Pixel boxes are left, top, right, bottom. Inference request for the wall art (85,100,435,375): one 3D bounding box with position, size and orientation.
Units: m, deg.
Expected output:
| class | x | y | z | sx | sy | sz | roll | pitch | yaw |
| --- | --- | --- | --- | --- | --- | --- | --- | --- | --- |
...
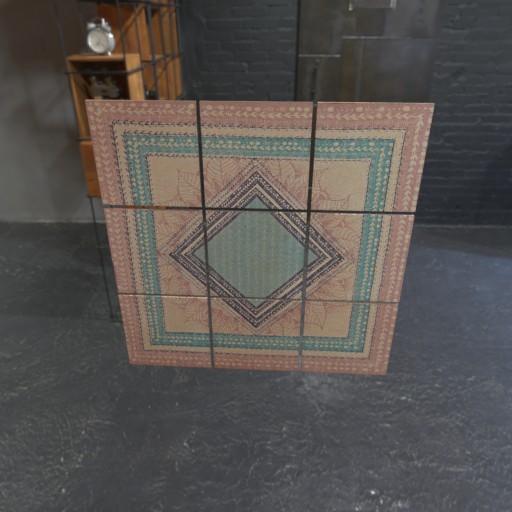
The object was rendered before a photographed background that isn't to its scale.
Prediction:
| class | x | y | z | sx | sy | sz | roll | pitch | yaw |
| --- | --- | --- | --- | --- | --- | --- | --- | --- | --- |
| wall art | 0.000 | 0.000 | 1.824 | 1.215 | 1.213 | 0.013 | 2 | 28 | 3 |
